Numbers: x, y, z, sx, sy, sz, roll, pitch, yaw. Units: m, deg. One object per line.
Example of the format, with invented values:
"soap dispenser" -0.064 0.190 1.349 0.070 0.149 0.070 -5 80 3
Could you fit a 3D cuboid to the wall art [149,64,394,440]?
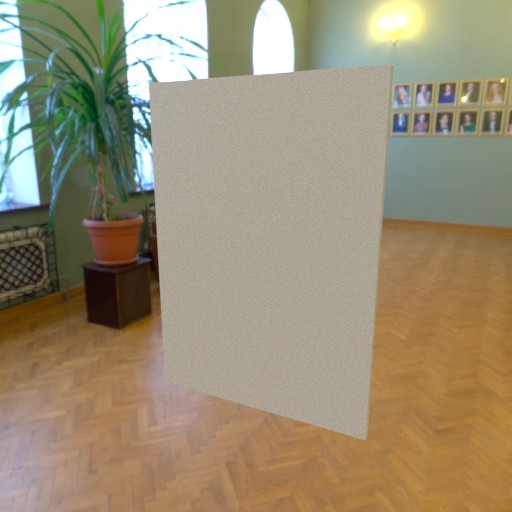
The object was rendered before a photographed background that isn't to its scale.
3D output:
"wall art" 0.000 0.000 0.699 0.381 0.533 0.013 7 16 26
